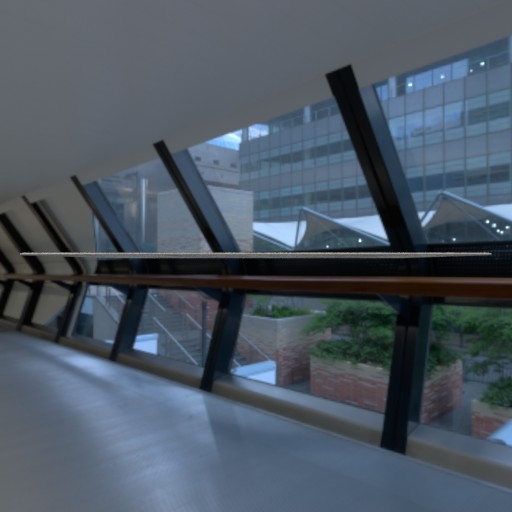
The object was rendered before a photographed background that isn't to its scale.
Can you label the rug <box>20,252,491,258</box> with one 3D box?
[{"bbox_3d":[0.000,0.000,3.050,2.431,0.012,1.536,0,-1,1],"label":"rug"}]
